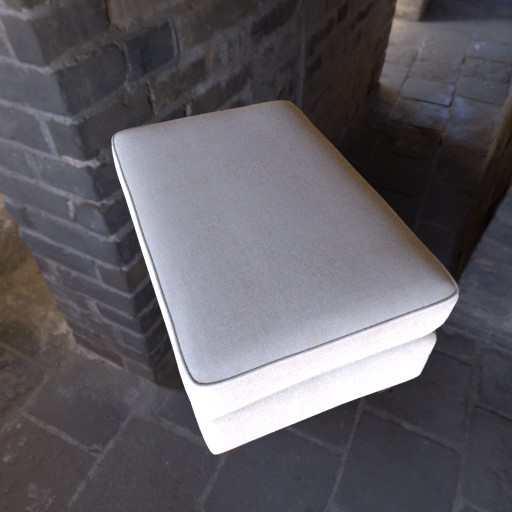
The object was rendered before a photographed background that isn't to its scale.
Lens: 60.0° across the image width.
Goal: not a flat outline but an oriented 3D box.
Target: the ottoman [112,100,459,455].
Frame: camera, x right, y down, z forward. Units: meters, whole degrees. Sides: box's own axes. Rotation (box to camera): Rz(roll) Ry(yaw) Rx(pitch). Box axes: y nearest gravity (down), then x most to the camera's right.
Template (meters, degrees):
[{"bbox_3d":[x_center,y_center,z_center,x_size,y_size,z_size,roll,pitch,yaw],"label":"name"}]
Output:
[{"bbox_3d":[0.000,0.000,1.221,0.583,0.484,0.862,-17,49,-15],"label":"ottoman"}]
